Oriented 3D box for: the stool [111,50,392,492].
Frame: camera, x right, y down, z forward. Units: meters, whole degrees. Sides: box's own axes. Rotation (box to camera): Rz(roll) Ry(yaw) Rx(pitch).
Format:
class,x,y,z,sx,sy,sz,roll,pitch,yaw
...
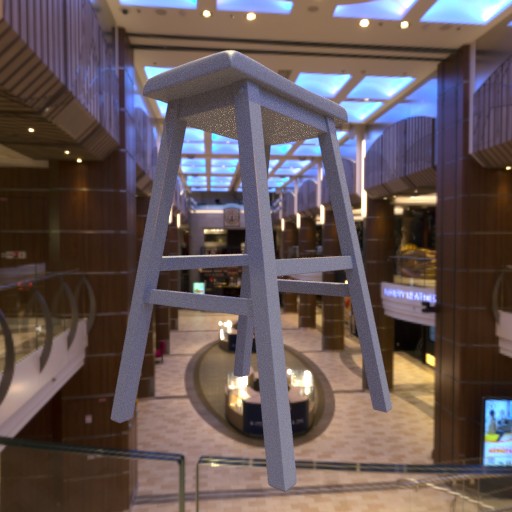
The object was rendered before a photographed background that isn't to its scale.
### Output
class,x,y,z,sx,sy,sz,roll,pitch,yaw
stool,0.000,0.000,1.023,0.476,0.737,0.457,1,2,38
